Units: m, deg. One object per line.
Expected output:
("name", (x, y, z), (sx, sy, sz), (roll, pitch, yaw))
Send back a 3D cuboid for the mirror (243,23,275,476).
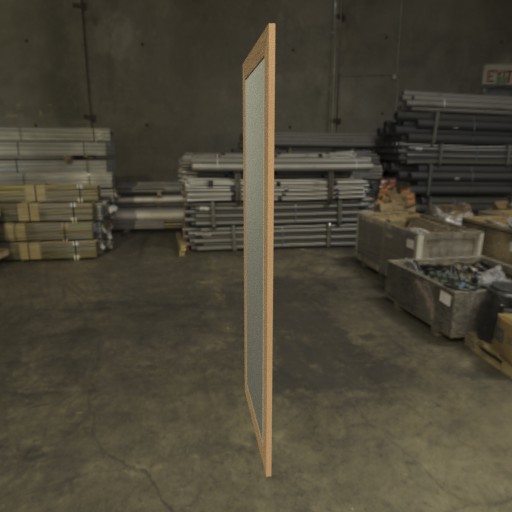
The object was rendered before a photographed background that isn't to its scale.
("mirror", (0.000, 0.000, 2.333), (0.026, 2.031, 0.812), (-2, 13, -9))
